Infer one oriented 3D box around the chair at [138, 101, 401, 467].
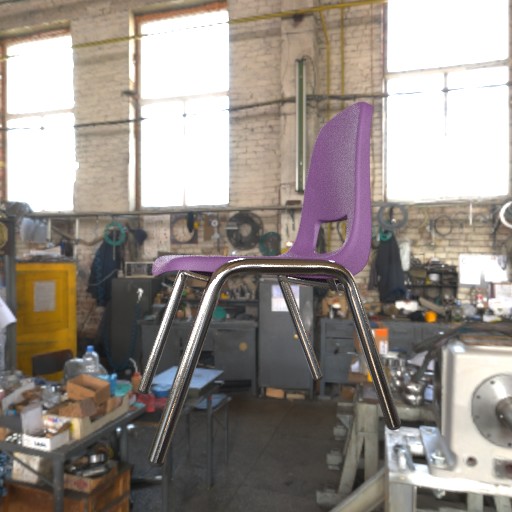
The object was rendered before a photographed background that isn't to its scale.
[{"bbox_3d":[0.000,0.000,0.834,0.419,0.584,0.356,0,0,-17],"label":"chair"}]
